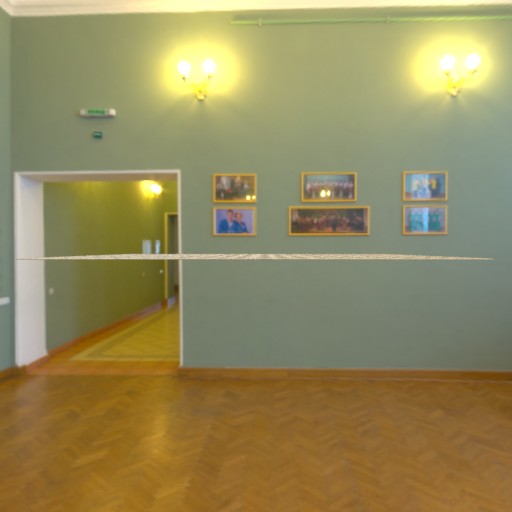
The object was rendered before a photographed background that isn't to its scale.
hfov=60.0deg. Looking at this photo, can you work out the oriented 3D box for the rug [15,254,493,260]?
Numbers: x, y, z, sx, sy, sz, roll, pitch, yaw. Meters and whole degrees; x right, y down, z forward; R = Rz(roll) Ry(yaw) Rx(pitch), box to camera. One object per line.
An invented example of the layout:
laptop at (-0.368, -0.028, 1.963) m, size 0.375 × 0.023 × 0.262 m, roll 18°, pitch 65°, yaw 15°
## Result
rug at (0.000, 0.000, 4.023) m, size 3.045 × 0.008 × 2.421 m, roll 0°, pitch 1°, yaw 1°
